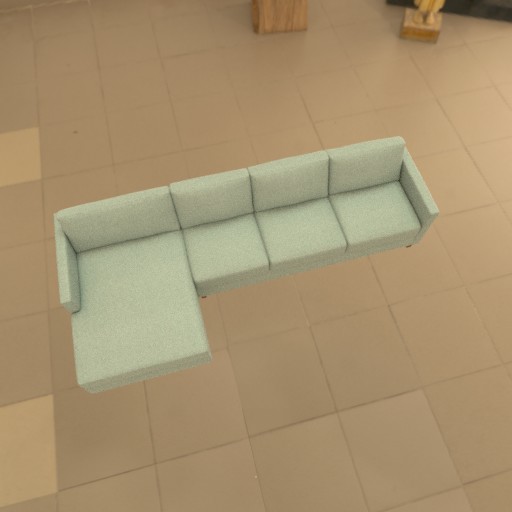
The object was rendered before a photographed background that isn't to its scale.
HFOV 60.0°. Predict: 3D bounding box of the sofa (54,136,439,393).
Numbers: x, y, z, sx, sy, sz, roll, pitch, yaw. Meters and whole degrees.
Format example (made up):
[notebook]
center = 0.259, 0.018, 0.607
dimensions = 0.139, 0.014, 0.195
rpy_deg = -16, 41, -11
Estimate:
[sofa]
center = 0.000, 0.000, 4.175
dimensions = 3.470, 0.953, 1.600
rpy_deg = -14, 64, -7
